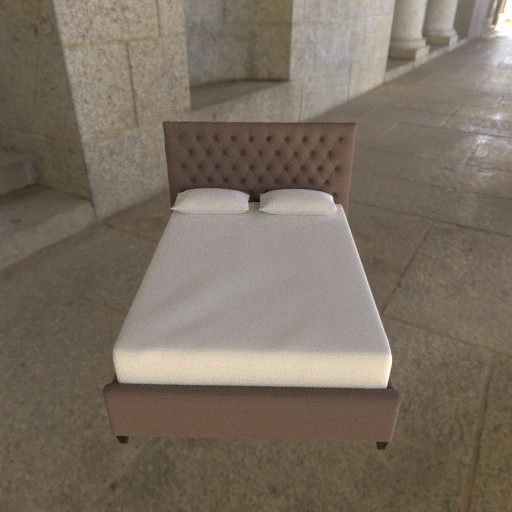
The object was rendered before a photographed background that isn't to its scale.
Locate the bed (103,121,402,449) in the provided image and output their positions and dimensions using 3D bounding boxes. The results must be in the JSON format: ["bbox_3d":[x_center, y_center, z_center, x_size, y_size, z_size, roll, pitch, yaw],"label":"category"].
[{"bbox_3d":[0.000,0.000,3.280,1.696,1.426,2.233,1,31,1],"label":"bed"}]
